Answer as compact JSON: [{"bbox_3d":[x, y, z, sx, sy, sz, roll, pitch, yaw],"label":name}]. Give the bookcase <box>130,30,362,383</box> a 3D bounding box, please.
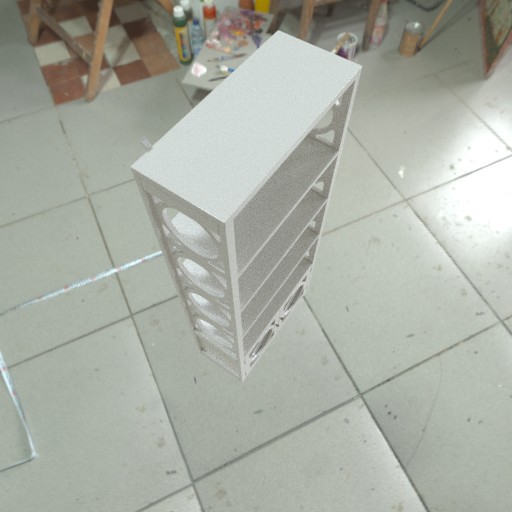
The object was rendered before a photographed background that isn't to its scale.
[{"bbox_3d":[0.000,0.000,2.136,0.361,1.869,0.761,31,65,16],"label":"bookcase"}]
